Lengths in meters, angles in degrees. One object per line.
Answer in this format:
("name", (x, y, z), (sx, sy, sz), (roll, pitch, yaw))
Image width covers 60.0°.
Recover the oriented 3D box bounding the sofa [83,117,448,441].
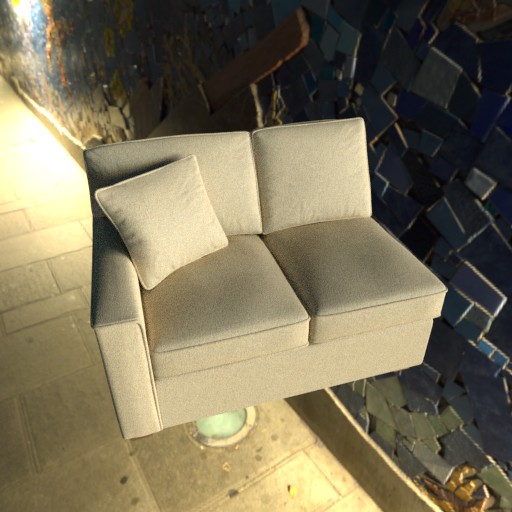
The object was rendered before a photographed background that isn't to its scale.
("sofa", (0.000, 0.000, 2.026), (1.388, 0.989, 0.991), (-10, 34, -15))
